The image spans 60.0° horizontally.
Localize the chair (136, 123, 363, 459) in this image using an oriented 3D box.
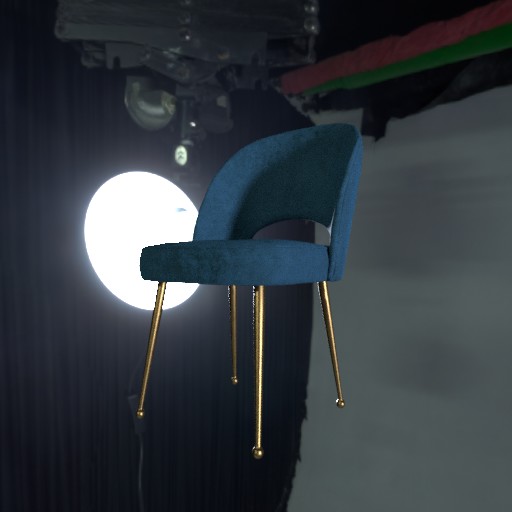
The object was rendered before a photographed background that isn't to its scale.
[{"bbox_3d":[0.000,0.000,1.258,0.527,0.860,0.577,0,0,37],"label":"chair"}]
